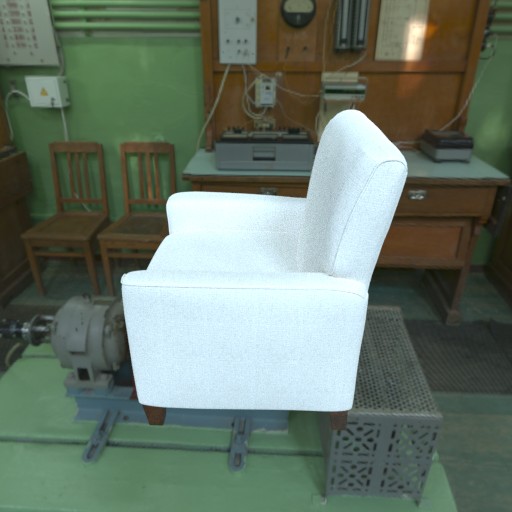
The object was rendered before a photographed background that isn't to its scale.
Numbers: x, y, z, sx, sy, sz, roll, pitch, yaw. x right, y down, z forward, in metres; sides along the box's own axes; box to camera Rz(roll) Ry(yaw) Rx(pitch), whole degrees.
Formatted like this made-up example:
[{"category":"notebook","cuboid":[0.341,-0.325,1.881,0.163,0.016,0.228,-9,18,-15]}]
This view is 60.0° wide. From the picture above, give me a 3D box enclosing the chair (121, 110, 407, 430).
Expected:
[{"category":"chair","cuboid":[0.000,0.000,1.711,0.858,1.028,0.841,1,28,2]}]
